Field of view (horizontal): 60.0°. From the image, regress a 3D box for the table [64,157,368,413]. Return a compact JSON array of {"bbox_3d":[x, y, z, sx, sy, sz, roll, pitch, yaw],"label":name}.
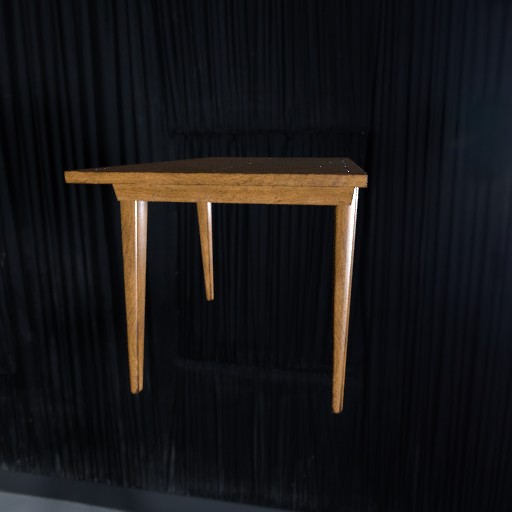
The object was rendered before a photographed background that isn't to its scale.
[{"bbox_3d":[0.000,0.000,1.834,0.757,0.760,1.400,2,14,9],"label":"table"}]
